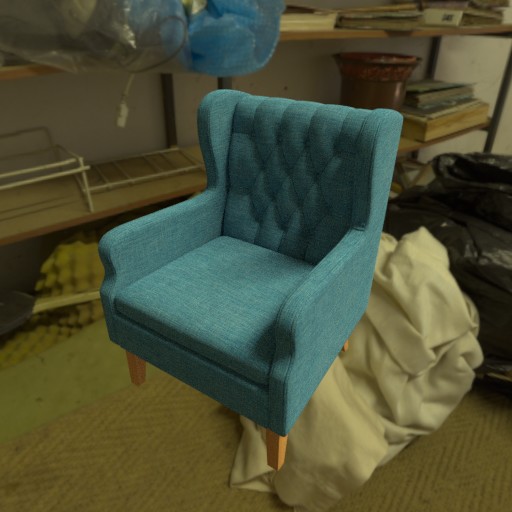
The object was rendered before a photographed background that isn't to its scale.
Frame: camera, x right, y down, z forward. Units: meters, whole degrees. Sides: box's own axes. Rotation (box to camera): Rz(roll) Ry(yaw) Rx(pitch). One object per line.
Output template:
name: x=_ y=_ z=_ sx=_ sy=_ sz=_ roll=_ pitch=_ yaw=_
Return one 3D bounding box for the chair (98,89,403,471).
chair: x=0.000 y=0.000 z=1.503 sx=0.711 sy=0.952 sz=0.775 roll=19 pitch=35 yaw=29
